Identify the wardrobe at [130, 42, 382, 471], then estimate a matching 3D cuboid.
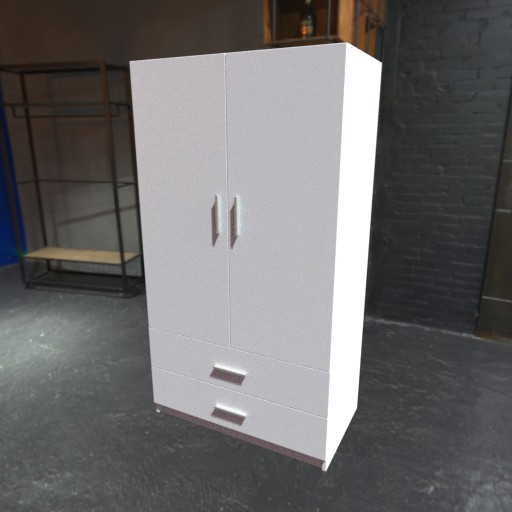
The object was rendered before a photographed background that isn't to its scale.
[{"bbox_3d":[0.000,0.000,2.234,0.991,1.808,0.577,8,18,26],"label":"wardrobe"}]
